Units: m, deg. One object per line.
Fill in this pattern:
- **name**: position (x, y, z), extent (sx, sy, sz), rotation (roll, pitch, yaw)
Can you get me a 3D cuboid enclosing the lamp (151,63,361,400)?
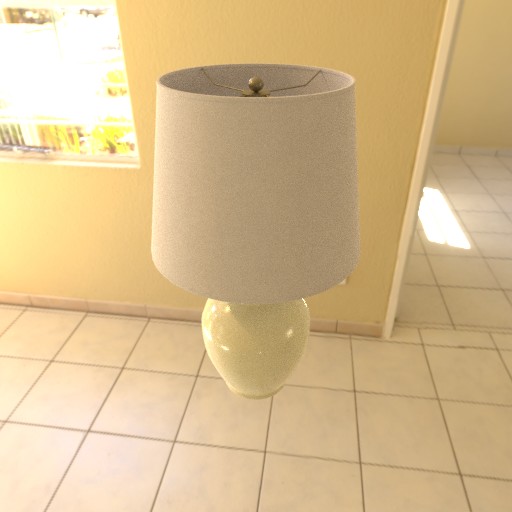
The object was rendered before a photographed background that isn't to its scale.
- **lamp**: position (0.000, 0.000, 0.527), extent (0.239, 0.399, 0.239), rotation (0, 31, 0)
